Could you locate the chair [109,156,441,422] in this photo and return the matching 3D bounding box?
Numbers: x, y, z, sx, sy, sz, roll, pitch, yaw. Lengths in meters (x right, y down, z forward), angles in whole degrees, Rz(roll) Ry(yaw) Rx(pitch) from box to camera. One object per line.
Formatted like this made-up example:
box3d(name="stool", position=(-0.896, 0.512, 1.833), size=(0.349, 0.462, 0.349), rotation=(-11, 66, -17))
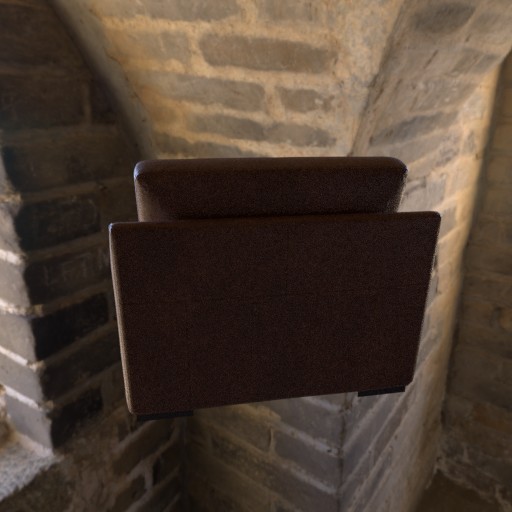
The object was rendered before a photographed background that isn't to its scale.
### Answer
box3d(name="chair", position=(0.000, 0.000, 2.040), size=(1.168, 0.939, 1.143), rotation=(-3, 17, -10))
